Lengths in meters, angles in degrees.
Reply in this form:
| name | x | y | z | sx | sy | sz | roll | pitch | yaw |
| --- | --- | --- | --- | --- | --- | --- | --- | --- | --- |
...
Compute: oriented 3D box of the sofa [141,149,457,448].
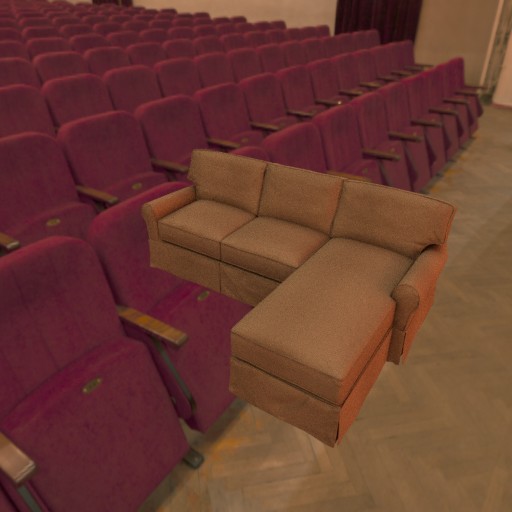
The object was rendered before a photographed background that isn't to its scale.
| name | x | y | z | sx | sy | sz | roll | pitch | yaw |
| --- | --- | --- | --- | --- | --- | --- | --- | --- | --- |
| sofa | 0.000 | 0.000 | 3.393 | 2.475 | 0.978 | 1.733 | 19 | 35 | 29 |
